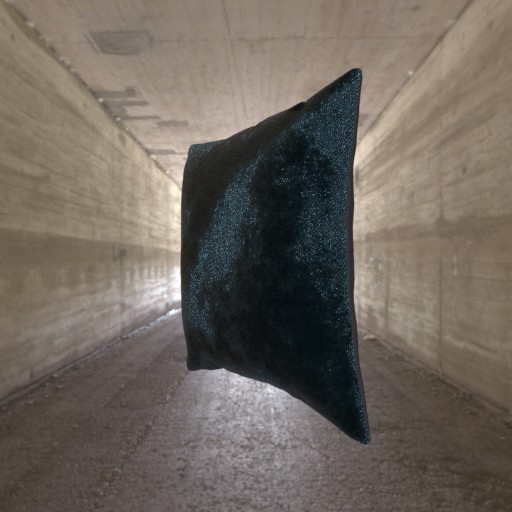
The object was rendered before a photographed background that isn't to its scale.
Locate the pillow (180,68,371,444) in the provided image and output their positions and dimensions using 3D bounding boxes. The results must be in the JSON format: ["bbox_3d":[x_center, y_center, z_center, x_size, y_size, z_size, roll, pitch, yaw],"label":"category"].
[{"bbox_3d":[0.000,0.000,0.665,0.138,0.430,0.436,0,0,-35],"label":"pillow"}]
